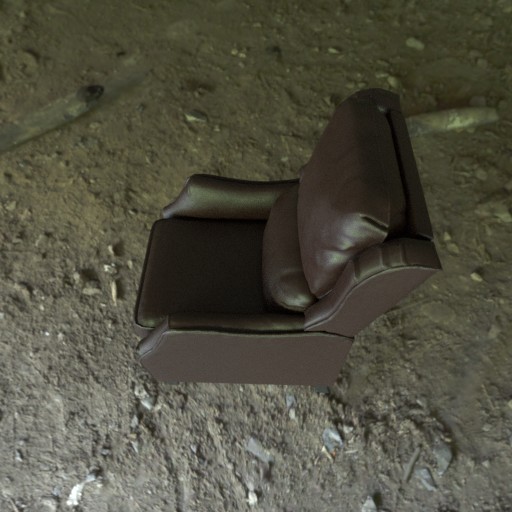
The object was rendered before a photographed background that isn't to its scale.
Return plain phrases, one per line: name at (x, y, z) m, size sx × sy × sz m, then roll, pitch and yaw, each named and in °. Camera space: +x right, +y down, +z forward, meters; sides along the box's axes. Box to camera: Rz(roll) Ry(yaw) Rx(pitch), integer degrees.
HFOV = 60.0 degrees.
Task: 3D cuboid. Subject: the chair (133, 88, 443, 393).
chair at (0.000, 0.000, 1.747) m, size 0.982 × 1.132 × 0.770 m, roll 1°, pitch 56°, yaw 1°
